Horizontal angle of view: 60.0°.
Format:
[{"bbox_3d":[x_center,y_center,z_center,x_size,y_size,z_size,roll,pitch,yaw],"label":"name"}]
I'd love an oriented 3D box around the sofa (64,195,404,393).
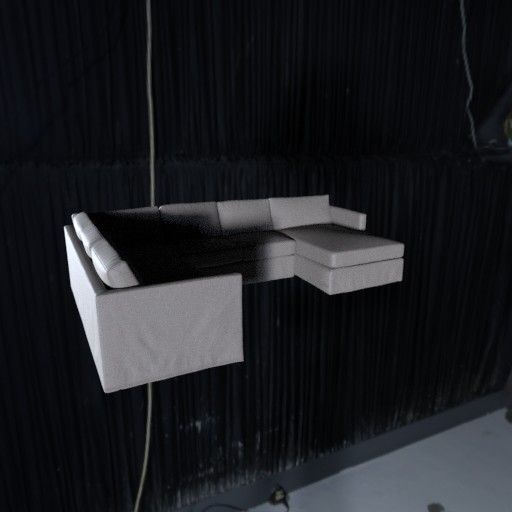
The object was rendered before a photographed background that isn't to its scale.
[{"bbox_3d":[0.000,0.000,4.585,3.460,0.882,2.427,-8,17,-26],"label":"sofa"}]
